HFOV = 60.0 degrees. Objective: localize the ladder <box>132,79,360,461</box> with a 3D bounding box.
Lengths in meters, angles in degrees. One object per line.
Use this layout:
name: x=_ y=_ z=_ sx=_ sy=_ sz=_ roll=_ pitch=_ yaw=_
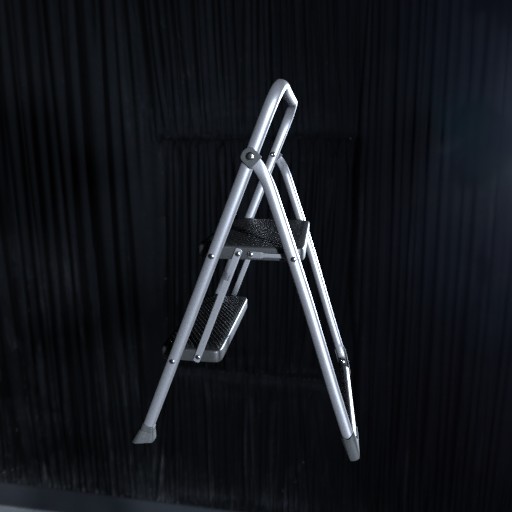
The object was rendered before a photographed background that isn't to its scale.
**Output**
ladder: x=0.000 y=0.000 z=1.018 sx=0.472 sy=0.720 sz=0.430 roll=2 pitch=13 yaw=8
